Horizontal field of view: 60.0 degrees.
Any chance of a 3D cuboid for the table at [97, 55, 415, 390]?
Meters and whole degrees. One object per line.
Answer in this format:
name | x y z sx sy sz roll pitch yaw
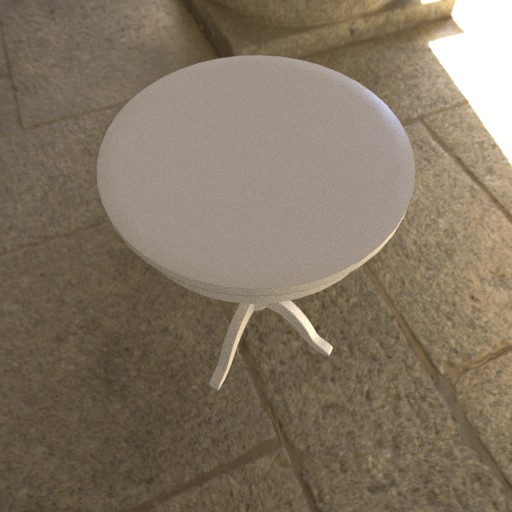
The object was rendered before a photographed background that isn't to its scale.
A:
table | 0.000 0.000 1.001 0.513 0.653 0.513 0 58 0
